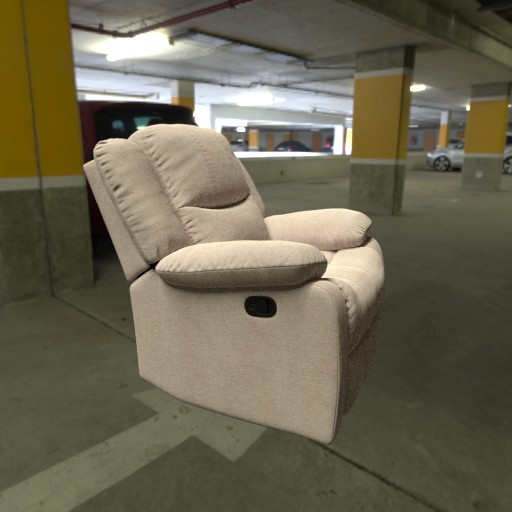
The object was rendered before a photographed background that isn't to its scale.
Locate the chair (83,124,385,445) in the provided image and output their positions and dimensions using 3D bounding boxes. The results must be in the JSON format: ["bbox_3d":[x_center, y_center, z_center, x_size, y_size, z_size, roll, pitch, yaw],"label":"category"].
[{"bbox_3d":[0.000,0.000,1.750,0.944,1.008,0.899,7,15,25],"label":"chair"}]
